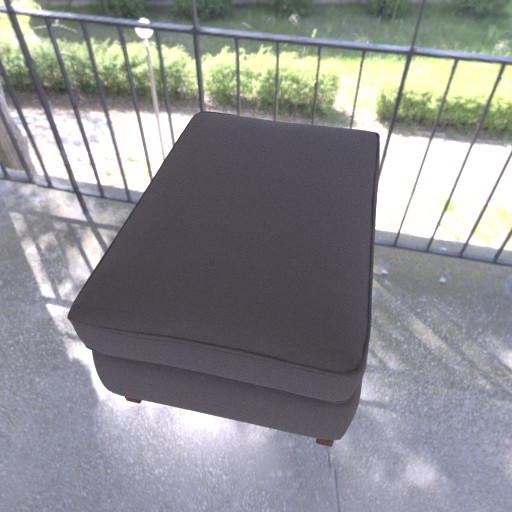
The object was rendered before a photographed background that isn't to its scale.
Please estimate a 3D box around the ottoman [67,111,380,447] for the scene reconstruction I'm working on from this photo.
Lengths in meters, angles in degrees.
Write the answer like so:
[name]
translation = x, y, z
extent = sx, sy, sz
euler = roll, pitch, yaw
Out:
[ottoman]
translation = 0.000, 0.000, 0.981
extent = 0.508, 0.406, 0.686
euler = 9, 47, 9
